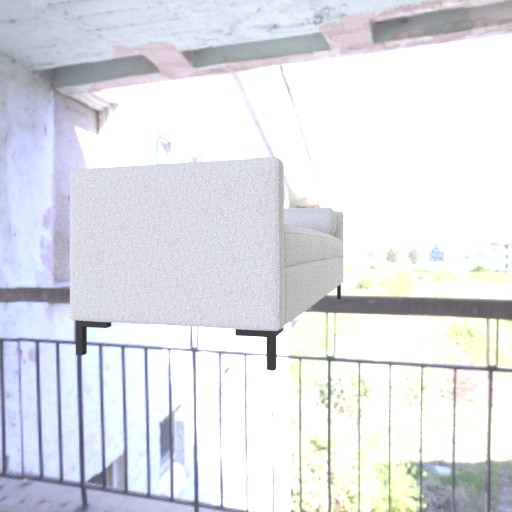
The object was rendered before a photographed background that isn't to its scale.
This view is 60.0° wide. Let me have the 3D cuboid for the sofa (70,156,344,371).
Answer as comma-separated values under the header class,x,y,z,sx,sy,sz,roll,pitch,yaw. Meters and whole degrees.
class,x,y,z,sx,sy,sz,roll,pitch,yaw
sofa,0.000,0.000,2.321,0.746,0.641,1.985,0,1,16
